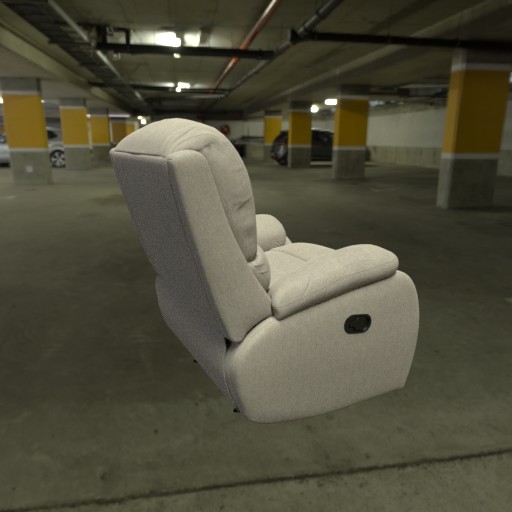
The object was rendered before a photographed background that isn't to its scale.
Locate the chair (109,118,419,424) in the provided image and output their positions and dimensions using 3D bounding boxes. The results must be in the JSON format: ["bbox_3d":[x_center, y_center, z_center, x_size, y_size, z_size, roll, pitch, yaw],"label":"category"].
[{"bbox_3d":[0.000,0.000,1.728,0.899,1.011,0.930,-8,16,-27],"label":"chair"}]
